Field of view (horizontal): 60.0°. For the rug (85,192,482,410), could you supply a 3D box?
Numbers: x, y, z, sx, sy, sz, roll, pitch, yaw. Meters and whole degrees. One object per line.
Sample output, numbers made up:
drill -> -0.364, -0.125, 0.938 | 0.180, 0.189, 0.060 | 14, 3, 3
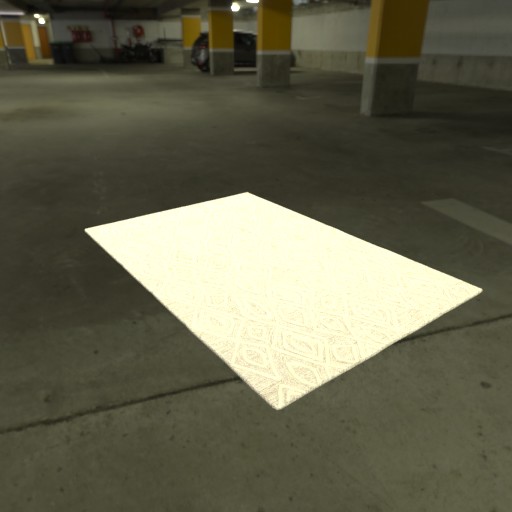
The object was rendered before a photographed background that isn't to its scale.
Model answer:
rug -> 0.000, 0.000, 2.346 | 1.224, 0.016, 1.832 | -18, 31, -33
